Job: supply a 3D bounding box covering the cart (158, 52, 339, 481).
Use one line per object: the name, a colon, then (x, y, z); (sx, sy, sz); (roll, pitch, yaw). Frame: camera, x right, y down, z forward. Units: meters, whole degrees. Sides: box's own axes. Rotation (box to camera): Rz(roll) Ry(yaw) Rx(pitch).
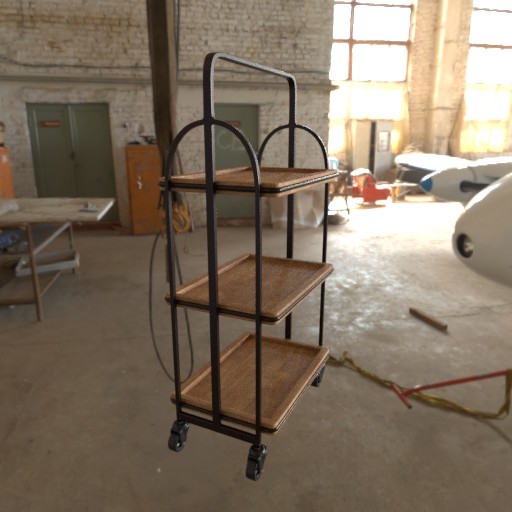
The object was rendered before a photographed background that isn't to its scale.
cart: (0.000, 0.000, 1.247); (0.327, 1.001, 0.553); (7, 17, 25)
